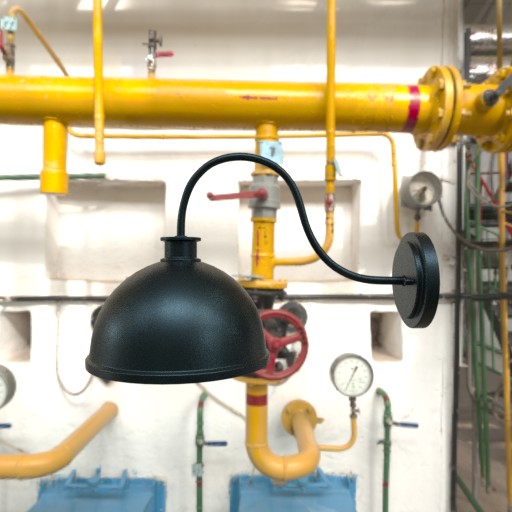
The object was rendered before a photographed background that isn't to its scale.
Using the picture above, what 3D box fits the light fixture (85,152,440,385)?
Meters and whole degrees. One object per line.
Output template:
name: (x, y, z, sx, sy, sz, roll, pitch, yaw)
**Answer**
light fixture: (0.000, 0.000, 0.630, 0.467, 0.295, 0.253, 0, -1, 0)
